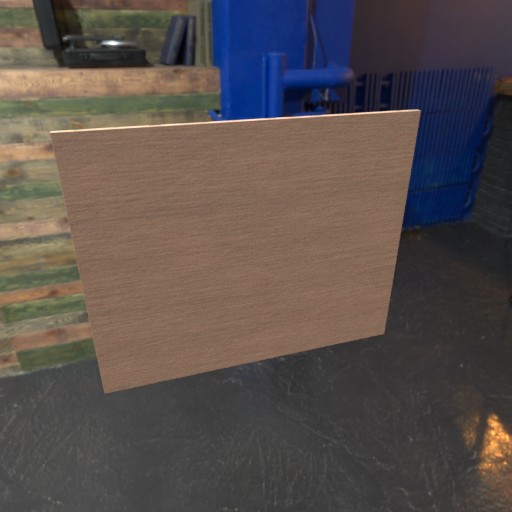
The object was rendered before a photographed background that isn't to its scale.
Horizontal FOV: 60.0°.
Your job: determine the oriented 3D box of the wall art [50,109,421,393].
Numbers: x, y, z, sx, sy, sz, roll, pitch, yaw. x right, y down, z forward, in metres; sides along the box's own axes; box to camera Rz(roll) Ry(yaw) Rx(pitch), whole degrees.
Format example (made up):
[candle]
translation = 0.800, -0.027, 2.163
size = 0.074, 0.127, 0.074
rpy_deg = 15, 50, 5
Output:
[wall art]
translation = 0.000, 0.000, 0.683
size = 0.508, 0.408, 0.010
rpy_deg = -8, 29, -16
